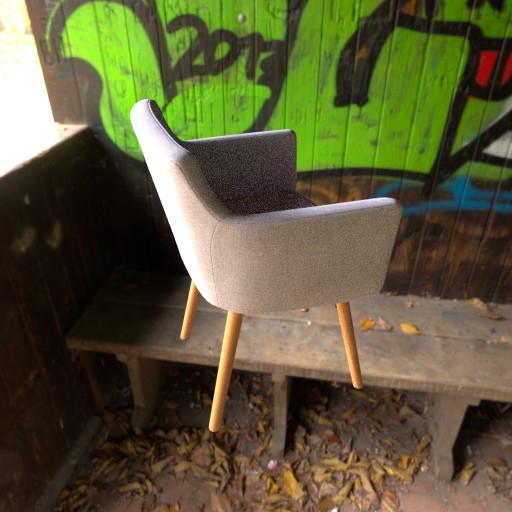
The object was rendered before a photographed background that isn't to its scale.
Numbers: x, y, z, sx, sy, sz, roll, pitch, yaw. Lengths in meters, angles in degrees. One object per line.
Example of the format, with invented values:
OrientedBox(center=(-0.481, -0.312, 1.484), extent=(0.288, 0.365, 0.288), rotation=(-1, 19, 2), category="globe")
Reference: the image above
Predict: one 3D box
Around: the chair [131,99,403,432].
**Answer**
OrientedBox(center=(0.000, 0.000, 1.185), extent=(0.540, 0.780, 0.570), rotation=(-10, 33, -16), category="chair")
